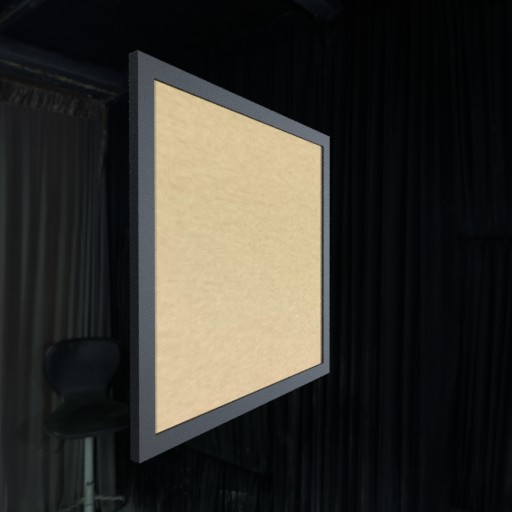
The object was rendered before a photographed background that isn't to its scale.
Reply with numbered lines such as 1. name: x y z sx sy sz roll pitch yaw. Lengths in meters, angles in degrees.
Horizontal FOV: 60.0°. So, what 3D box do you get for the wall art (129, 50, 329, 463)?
1. wall art: 0.000 0.000 0.530 0.012 0.357 0.358 0 1 36
